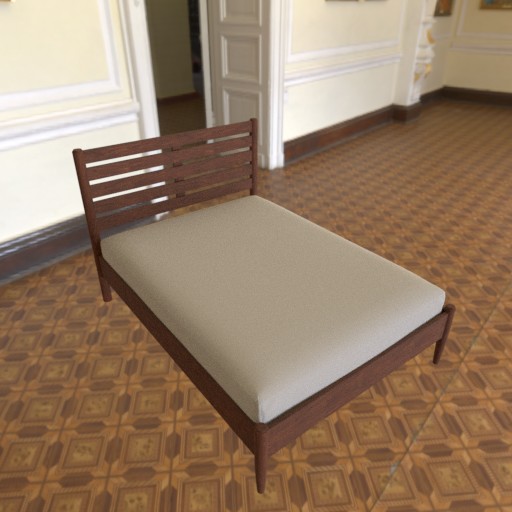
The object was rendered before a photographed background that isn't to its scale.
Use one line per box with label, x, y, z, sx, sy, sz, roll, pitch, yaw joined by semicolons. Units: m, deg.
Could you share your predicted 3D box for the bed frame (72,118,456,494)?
bed frame;0.000;0.000;3.176;1.655;1.321;2.234;-21;36;-32
